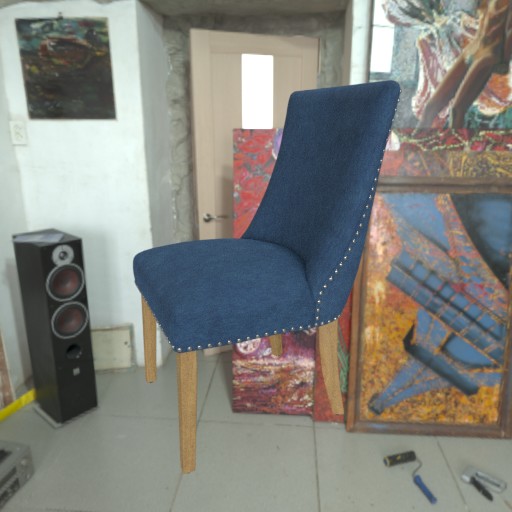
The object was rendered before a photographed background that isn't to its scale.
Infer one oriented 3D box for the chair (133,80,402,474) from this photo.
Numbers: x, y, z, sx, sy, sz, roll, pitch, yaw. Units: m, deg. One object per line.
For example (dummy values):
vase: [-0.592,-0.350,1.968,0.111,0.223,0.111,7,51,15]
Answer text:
chair: [0.000,0.000,1.233,0.610,0.902,0.495,-8,19,-24]
